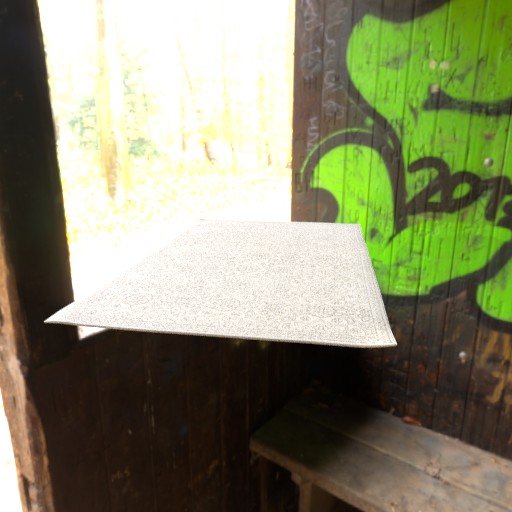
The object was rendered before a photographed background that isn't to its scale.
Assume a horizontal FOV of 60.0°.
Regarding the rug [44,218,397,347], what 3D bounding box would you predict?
[{"bbox_3d":[0.000,0.000,2.395,1.214,0.023,1.947,3,16,9],"label":"rug"}]
